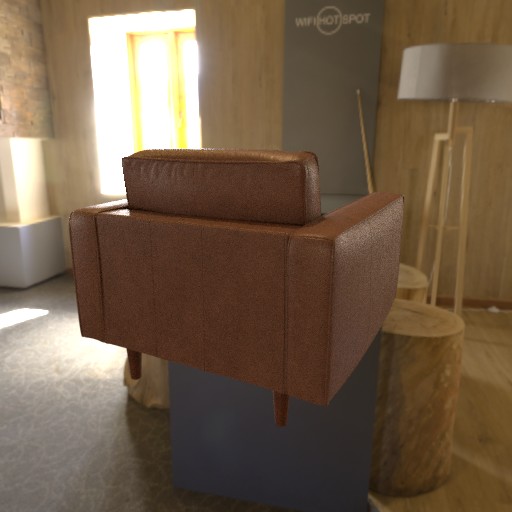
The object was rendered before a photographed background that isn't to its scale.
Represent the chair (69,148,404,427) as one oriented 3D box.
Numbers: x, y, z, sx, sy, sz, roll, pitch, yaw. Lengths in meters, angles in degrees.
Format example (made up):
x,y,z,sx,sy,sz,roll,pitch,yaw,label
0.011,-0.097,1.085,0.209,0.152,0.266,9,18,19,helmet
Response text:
x,y,z,sx,sy,sz,roll,pitch,yaw,label
0.000,0.000,1.614,0.920,0.770,0.900,8,17,27,chair
